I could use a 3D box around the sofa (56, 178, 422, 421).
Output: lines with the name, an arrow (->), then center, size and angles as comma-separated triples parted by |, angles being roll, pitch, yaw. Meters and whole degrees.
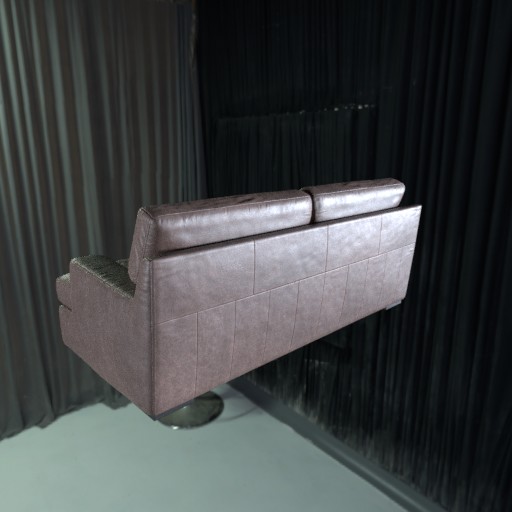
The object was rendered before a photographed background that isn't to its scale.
sofa -> 0.000, 0.000, 2.876 | 2.261, 0.941, 1.143 | -13, 20, -42
